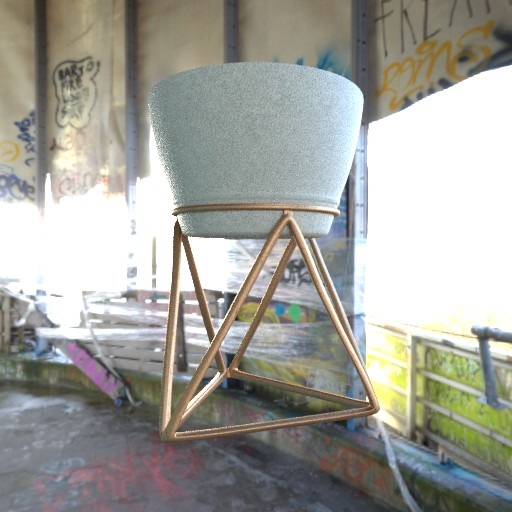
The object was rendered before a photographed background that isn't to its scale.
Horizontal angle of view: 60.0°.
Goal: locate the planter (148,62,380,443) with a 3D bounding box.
[{"bbox_3d":[0.000,0.000,0.745,0.350,0.504,0.350,0,1,-19],"label":"planter"}]
